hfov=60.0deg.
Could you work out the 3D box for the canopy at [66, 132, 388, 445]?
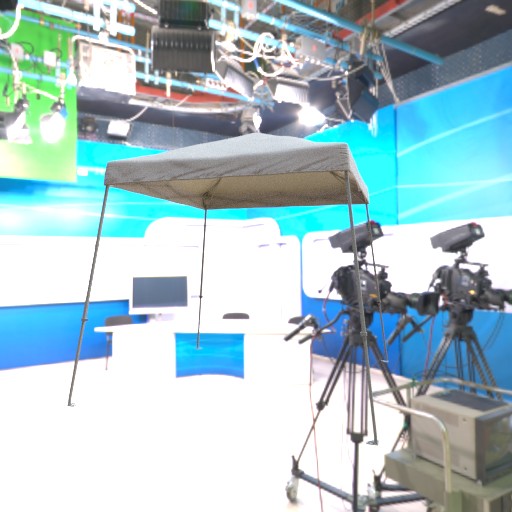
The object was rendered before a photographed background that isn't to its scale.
[{"bbox_3d":[0.000,0.000,5.114,2.849,2.850,2.850,0,0,18],"label":"canopy"}]
